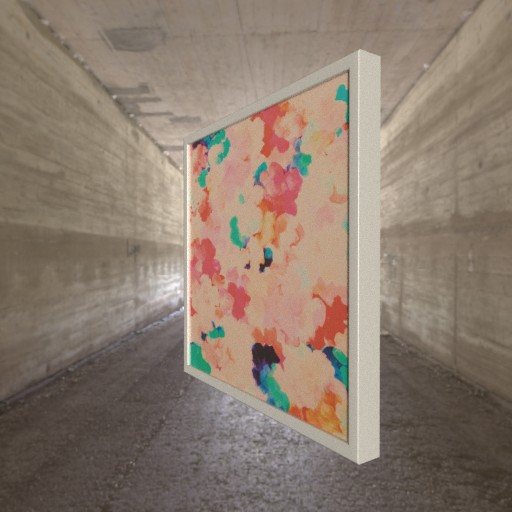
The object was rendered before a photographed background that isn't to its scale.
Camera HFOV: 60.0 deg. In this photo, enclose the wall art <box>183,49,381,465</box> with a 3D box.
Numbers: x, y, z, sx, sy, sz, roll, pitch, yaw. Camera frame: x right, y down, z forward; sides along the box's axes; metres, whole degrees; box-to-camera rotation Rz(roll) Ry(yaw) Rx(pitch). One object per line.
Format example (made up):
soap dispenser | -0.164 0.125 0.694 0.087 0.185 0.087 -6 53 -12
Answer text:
wall art | 0.000 0.000 0.759 0.038 0.505 0.506 0 1 -34
